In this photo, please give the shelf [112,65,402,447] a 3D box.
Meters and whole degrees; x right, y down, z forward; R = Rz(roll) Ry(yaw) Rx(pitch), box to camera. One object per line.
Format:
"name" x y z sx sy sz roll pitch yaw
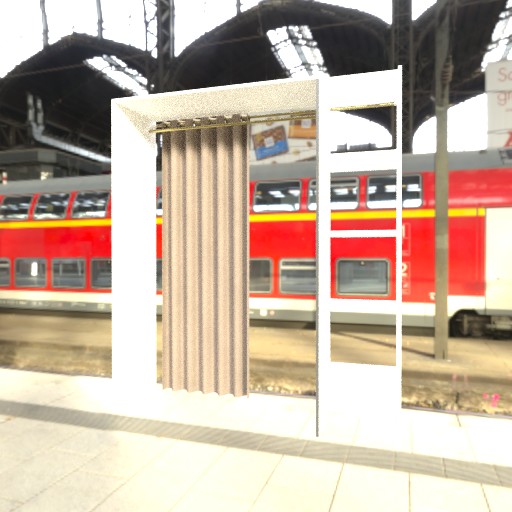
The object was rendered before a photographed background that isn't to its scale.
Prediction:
"shelf" 0.000 0.000 2.583 1.600 1.820 0.500 0 0 17
